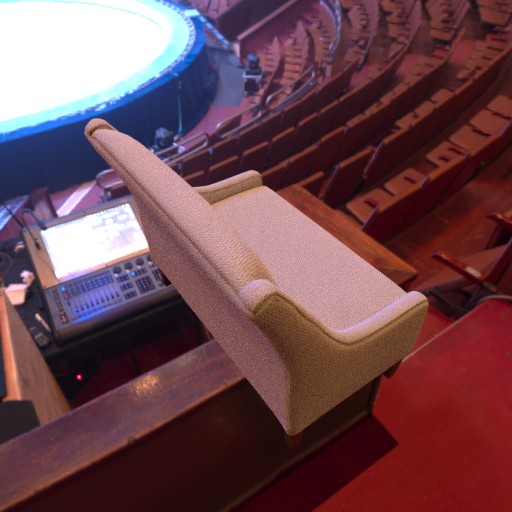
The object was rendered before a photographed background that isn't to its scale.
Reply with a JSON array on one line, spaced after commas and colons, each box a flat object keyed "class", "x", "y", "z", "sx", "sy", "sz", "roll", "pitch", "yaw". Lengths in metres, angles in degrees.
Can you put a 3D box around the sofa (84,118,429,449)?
[{"class": "sofa", "x": 0.000, "y": 0.000, "z": 1.926, "sx": 0.870, "sy": 1.022, "sz": 1.242, "roll": -25, "pitch": 47, "yaw": -25}]
